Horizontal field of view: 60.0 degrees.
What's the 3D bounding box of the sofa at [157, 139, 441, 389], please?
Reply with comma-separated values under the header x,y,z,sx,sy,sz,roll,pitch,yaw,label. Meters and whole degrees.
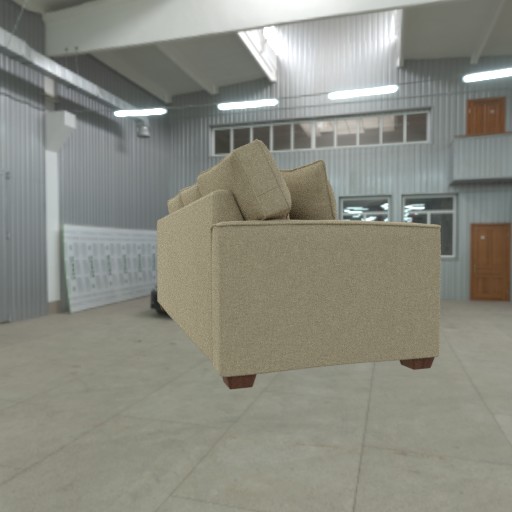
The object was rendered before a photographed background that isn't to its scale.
x,y,z,sx,sy,sz,roll,pitch,yaw,label
0.000,0.000,2.881,1.061,0.962,2.317,0,1,-18,sofa
